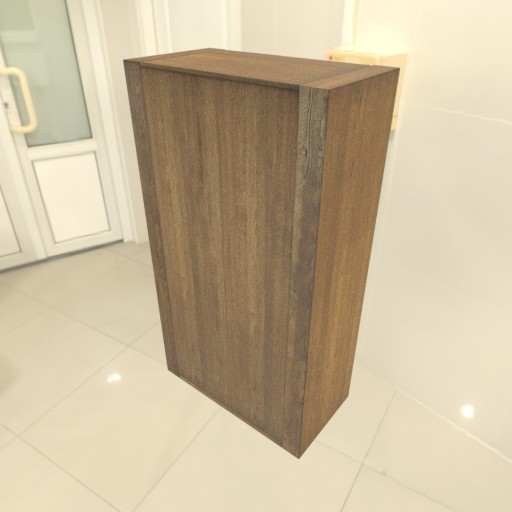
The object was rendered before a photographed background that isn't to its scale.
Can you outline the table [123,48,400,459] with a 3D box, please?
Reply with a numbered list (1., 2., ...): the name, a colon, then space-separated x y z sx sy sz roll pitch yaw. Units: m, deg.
1. table: 0.000 0.000 2.483 1.100 2.000 0.600 23 38 32
